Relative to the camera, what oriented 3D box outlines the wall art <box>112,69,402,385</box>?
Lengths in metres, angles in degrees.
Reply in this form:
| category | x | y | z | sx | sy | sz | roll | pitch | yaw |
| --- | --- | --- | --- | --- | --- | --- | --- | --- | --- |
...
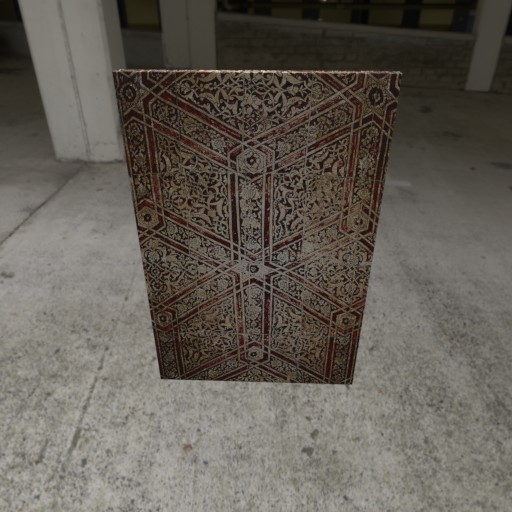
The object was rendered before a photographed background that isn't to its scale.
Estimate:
| category | x | y | z | sx | sy | sz | roll | pitch | yaw |
| --- | --- | --- | --- | --- | --- | --- | --- | --- | --- |
| wall art | 0.000 | 0.000 | 1.162 | 0.599 | 0.904 | 0.030 | 1 | 31 | 2 |
